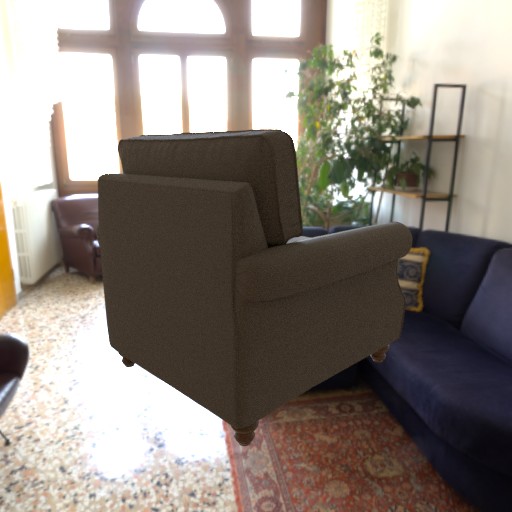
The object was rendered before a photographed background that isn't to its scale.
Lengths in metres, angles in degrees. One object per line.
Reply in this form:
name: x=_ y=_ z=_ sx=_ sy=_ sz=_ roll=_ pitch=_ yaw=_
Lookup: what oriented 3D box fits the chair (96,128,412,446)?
chair: x=0.000 y=0.000 z=1.819 sx=0.966 sy=0.967 sz=1.029 roll=-13 pitch=18 yaw=-43
